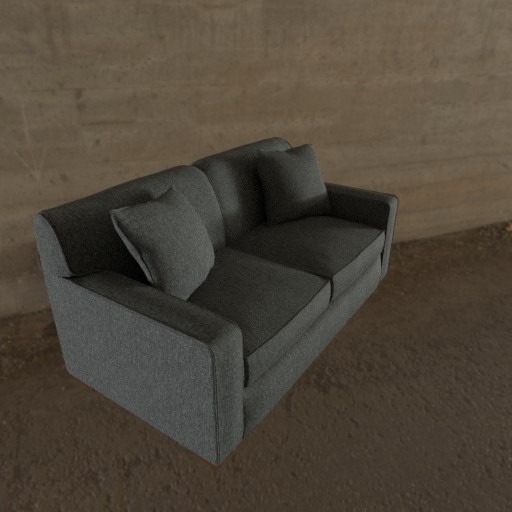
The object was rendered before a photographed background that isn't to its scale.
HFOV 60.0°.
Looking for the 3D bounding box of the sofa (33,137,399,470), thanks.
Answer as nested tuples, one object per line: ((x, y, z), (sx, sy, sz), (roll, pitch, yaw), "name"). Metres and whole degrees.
((0.000, 0.000, 2.405), (0.998, 0.958, 1.846), (17, 31, 30), "sofa")
